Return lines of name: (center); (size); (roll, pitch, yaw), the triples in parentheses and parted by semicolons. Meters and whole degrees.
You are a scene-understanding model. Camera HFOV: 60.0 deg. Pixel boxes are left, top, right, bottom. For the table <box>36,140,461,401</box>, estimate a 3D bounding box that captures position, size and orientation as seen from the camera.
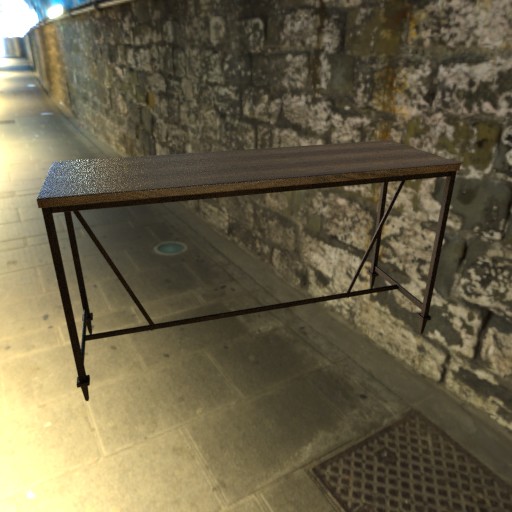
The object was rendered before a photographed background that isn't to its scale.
table: (0.000, 0.000, 2.125); (1.700, 0.902, 0.551); (-7, 26, -15)
